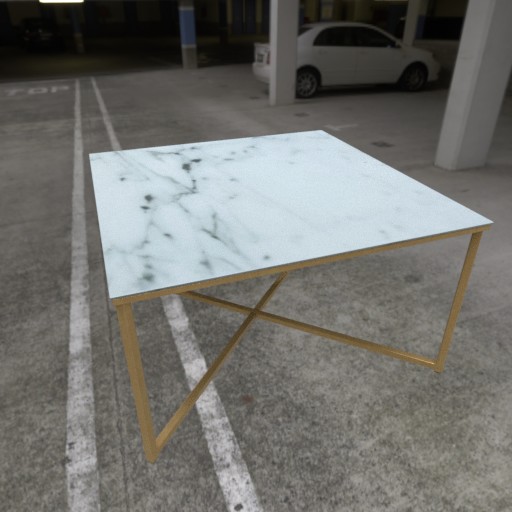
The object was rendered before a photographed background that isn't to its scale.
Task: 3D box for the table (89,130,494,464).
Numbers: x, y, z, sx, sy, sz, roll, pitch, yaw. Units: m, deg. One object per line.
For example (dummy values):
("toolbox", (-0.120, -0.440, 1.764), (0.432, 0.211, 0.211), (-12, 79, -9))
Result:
("table", (0.000, 0.000, 1.274), (0.800, 0.450, 0.800), (-11, 32, -17))
